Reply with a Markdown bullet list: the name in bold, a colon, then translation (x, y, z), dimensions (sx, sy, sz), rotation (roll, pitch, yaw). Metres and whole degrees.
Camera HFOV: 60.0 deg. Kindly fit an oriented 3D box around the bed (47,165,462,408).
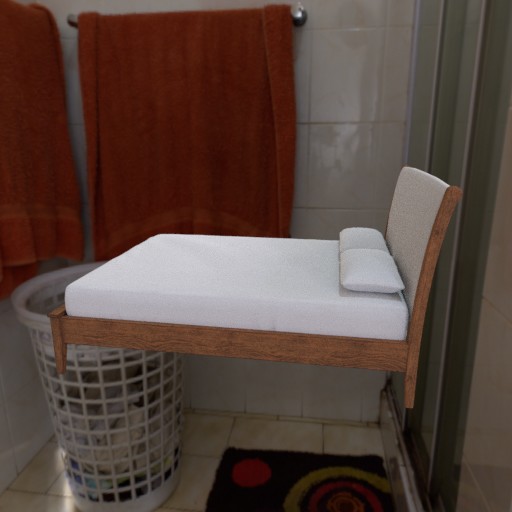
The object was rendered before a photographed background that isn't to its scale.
- **bed**: translation (0.000, 0.000, 2.959), dimensions (2.108, 1.135, 1.502), rotation (3, 16, 10)
